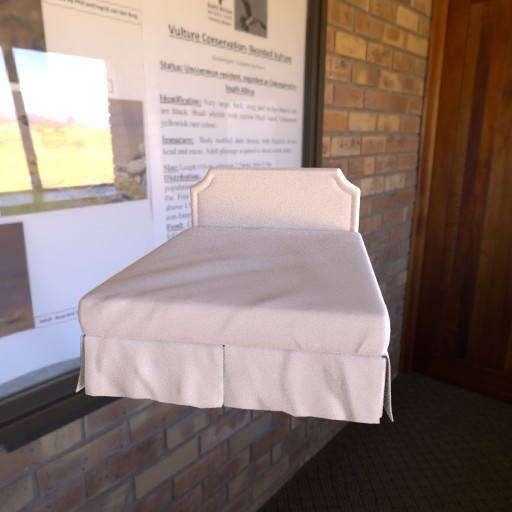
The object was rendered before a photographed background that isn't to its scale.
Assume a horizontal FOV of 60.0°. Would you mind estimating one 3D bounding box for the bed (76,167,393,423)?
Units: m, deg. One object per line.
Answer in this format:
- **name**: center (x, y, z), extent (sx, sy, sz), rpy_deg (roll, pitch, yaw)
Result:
- **bed**: center (0.000, 0.000, 3.682), extent (1.977, 1.293, 2.498), rpy_deg (2, 15, 9)
